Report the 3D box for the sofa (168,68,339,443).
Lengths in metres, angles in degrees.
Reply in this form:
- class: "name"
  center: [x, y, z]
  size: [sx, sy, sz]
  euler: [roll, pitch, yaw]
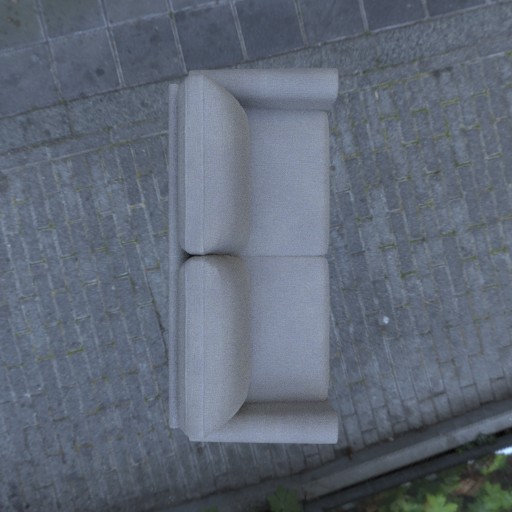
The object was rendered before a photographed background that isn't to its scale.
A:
- class: "sofa"
  center: [0.000, 0.000, 2.402]
  size: [0.842, 0.942, 1.935]
  euler: [0, 90, 0]
